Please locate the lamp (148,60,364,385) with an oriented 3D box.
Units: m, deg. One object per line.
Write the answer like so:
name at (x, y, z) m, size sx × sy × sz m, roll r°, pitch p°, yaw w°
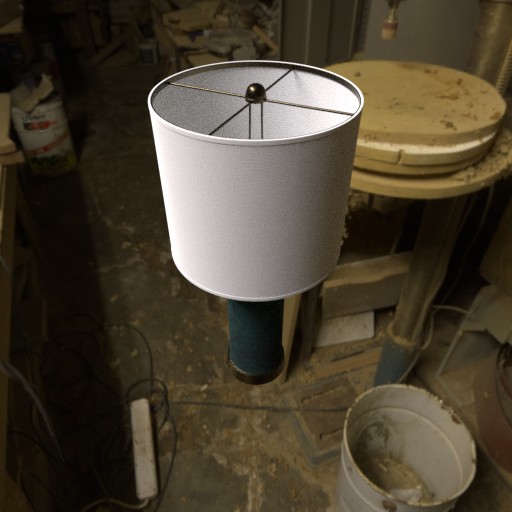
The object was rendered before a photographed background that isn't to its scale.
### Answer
lamp at (0.000, 0.000, 0.821) m, size 0.301 × 0.630 × 0.301 m, roll -13°, pitch 42°, yaw -15°
